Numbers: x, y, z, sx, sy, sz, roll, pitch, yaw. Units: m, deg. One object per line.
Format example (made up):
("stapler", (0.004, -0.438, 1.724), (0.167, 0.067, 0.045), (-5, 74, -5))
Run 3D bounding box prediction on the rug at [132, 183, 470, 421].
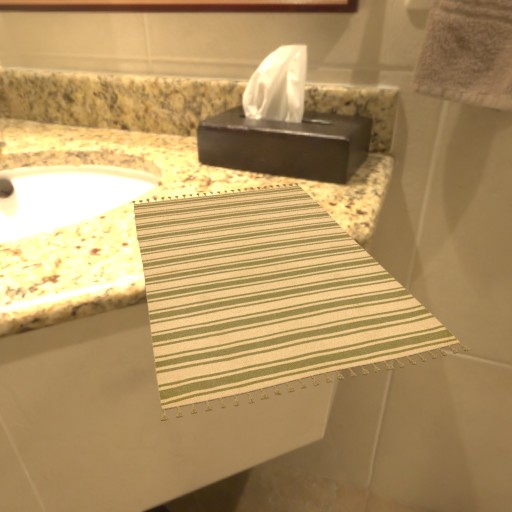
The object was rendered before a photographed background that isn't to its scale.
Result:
("rug", (0.000, 0.000, 3.038), (1.540, 0.018, 2.435), (-8, 31, -14))
